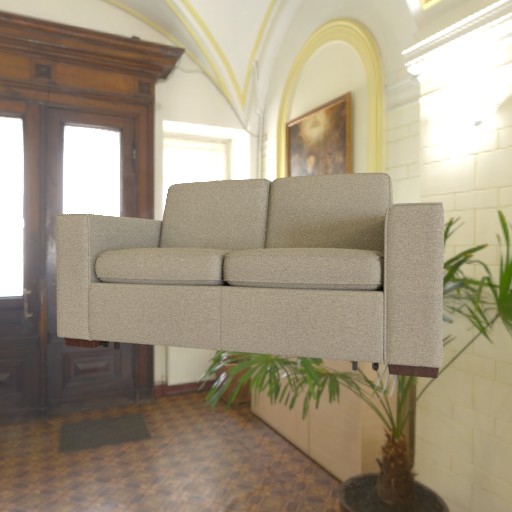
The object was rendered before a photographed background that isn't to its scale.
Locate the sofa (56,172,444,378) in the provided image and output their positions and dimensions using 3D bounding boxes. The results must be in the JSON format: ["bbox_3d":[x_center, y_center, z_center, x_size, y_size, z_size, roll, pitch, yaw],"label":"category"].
[{"bbox_3d":[0.000,0.000,2.398,1.812,0.924,1.007,0,1,19],"label":"sofa"}]
